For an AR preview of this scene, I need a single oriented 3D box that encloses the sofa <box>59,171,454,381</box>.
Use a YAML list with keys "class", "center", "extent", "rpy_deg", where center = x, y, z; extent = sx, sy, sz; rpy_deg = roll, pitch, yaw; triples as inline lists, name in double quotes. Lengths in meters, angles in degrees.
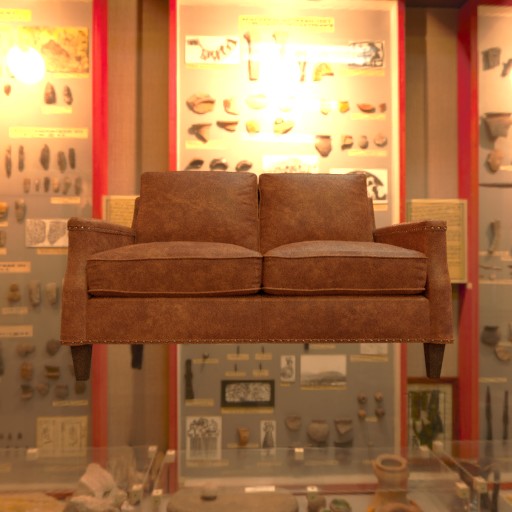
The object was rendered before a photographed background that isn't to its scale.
- class: "sofa"
  center: [0.000, 0.000, 2.291]
  extent: [1.597, 1.003, 1.084]
  rpy_deg: [0, 0, -1]
